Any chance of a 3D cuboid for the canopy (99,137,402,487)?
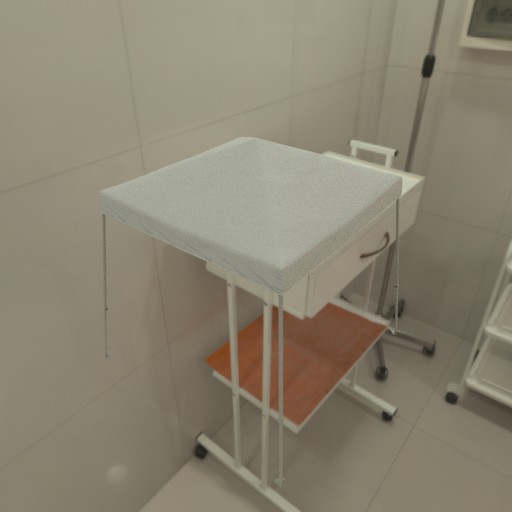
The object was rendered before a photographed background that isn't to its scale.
[{"bbox_3d":[0.000,0.000,5.283,2.848,2.849,2.849,23,39,31],"label":"canopy"}]
